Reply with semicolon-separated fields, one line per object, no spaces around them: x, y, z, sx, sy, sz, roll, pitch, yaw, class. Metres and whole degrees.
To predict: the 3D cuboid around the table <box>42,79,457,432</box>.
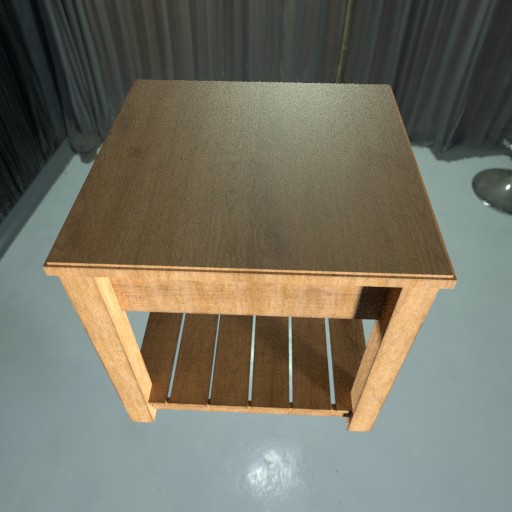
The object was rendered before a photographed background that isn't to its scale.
0.000;0.000;1.078;0.616;0.593;0.612;2;47;2;table
